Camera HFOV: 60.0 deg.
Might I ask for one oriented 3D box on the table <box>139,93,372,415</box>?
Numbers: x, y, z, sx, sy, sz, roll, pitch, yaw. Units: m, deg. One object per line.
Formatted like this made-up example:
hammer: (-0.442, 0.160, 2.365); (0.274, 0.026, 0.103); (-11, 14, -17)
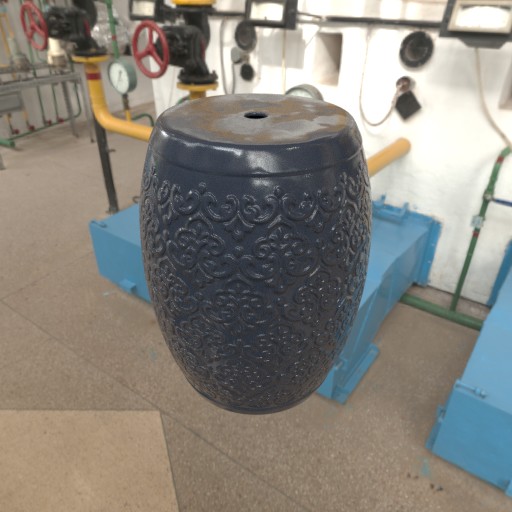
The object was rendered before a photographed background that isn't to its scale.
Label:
table: (0.000, 0.000, 0.628); (0.309, 0.397, 0.309); (0, 32, 0)
